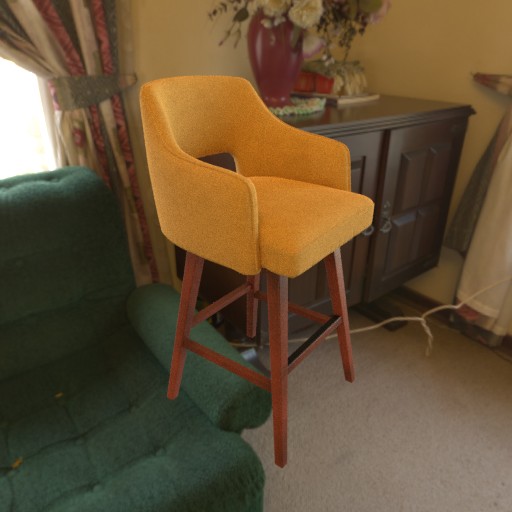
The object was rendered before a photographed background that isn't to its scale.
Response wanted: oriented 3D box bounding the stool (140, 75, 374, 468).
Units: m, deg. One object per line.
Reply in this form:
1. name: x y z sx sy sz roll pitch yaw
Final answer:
1. stool: 0.000 0.000 1.368 0.558 1.012 0.548 18 31 33
